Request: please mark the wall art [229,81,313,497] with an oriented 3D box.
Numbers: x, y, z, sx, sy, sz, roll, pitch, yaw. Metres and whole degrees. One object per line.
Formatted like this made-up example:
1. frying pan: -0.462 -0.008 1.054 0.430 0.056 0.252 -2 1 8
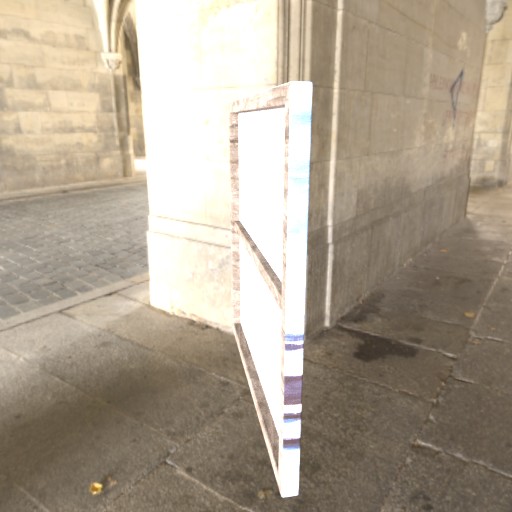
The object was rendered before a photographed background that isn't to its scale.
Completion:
1. wall art: 0.000 0.000 1.096 0.035 0.747 0.747 -3 17 -10
